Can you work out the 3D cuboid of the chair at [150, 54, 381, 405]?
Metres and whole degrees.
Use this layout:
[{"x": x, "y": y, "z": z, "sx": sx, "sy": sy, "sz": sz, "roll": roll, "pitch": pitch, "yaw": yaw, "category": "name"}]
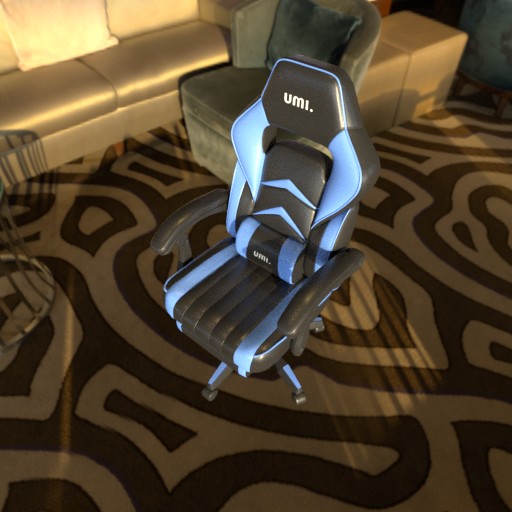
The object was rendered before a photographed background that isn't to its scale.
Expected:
[{"x": 0.000, "y": 0.000, "z": 1.687, "sx": 0.700, "sy": 1.280, "sz": 0.700, "roll": 30, "pitch": 53, "yaw": 25, "category": "chair"}]
